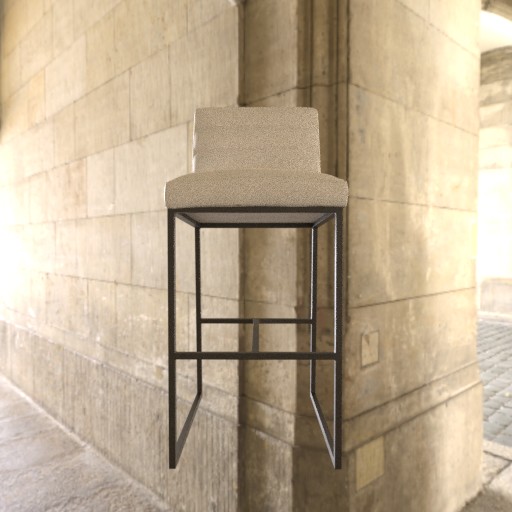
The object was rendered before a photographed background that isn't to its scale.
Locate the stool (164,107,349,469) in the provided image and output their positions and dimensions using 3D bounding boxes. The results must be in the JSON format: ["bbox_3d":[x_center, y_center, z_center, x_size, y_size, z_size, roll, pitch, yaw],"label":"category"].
[{"bbox_3d":[0.000,0.000,1.367,0.464,1.061,0.573,0,2,0],"label":"stool"}]
